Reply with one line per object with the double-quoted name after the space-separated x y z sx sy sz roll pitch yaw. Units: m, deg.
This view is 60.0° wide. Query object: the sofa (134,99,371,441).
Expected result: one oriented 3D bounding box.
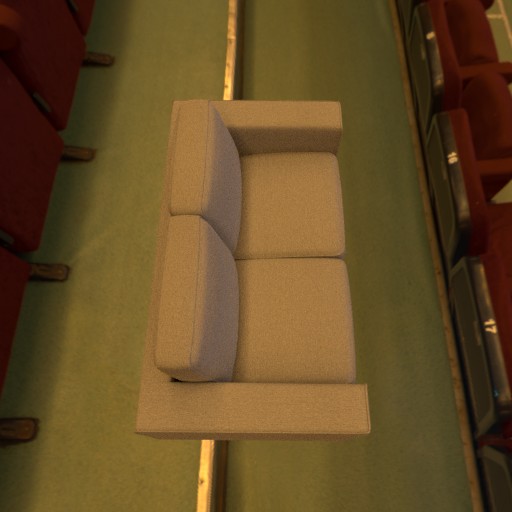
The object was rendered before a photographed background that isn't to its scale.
0.000 0.000 2.395 1.007 0.924 1.812 0 65 0 "sofa"
